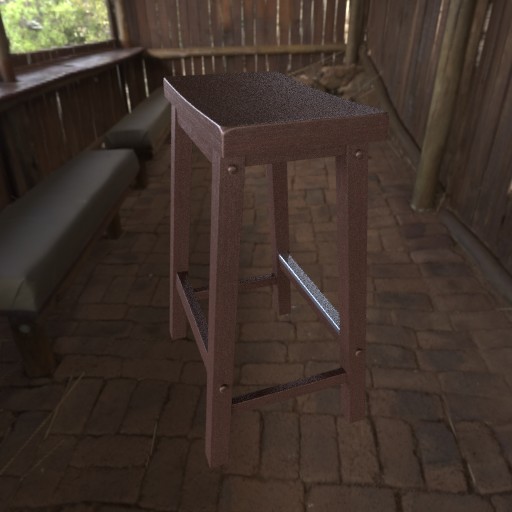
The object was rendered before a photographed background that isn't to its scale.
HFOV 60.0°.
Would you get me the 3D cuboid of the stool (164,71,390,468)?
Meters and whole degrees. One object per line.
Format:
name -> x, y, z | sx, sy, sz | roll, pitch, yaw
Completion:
stool -> 0.000, 0.000, 0.861 | 0.322, 0.610, 0.406 | -10, 32, -17
